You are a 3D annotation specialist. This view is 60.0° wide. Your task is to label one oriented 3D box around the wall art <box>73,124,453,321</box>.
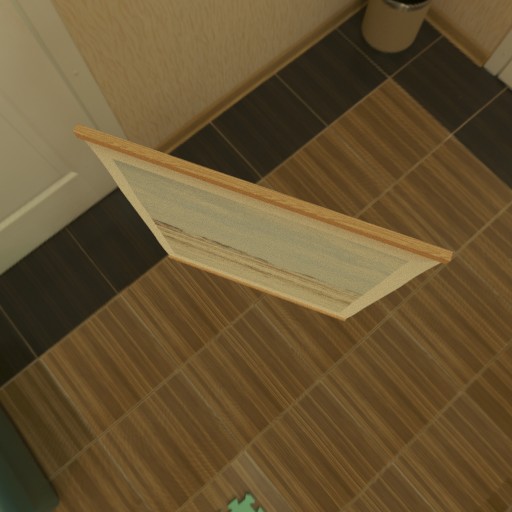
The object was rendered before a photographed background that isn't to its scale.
[{"bbox_3d":[0.000,0.000,0.800,0.458,0.605,0.011,20,76,5],"label":"wall art"}]
